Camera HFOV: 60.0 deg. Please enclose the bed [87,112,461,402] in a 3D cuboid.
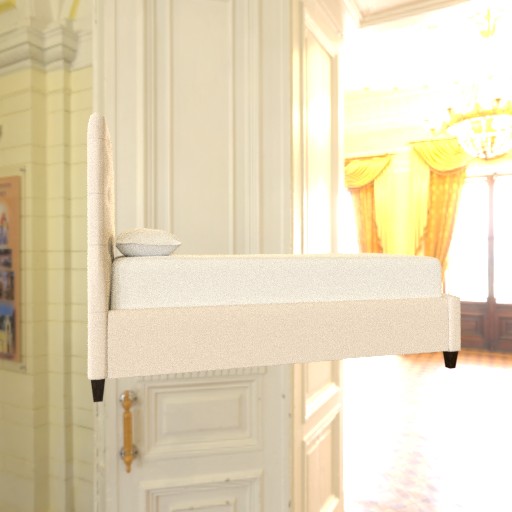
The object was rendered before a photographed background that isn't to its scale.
[{"bbox_3d":[0.000,0.000,3.281,2.233,1.426,1.696,0,1,-17],"label":"bed"}]
